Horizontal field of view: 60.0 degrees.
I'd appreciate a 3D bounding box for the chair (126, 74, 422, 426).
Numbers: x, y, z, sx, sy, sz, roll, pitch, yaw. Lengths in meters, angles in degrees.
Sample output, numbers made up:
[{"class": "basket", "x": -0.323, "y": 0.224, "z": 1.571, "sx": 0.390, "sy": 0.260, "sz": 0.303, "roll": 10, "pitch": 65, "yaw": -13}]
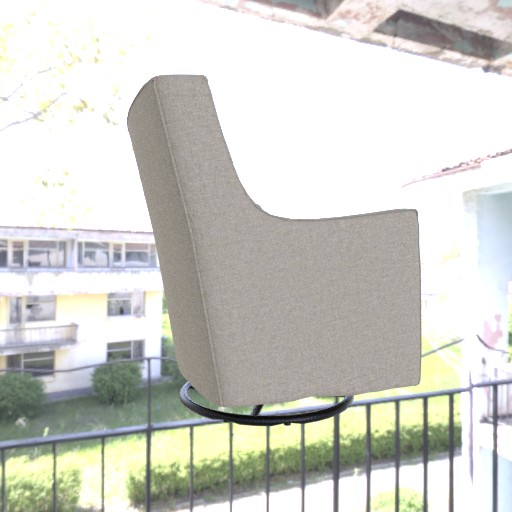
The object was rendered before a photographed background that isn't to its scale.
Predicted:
[{"class": "chair", "x": 0.000, "y": 0.000, "z": 1.572, "sx": 0.879, "sy": 0.993, "sz": 0.732, "roll": 0, "pitch": 0, "yaw": -20}]
